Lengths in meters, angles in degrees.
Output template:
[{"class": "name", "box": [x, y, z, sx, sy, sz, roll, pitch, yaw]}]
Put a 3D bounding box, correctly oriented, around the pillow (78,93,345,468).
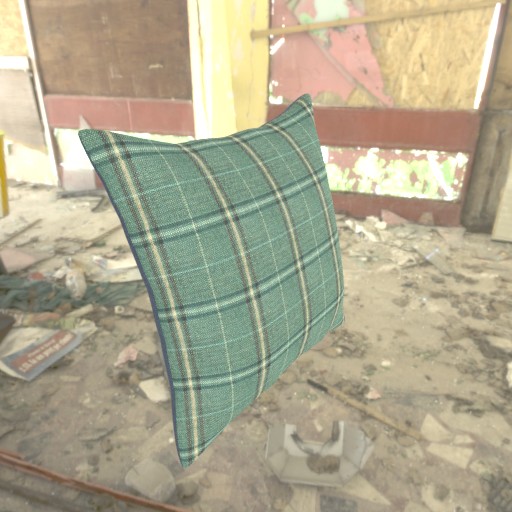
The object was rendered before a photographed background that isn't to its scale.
[{"class": "pillow", "box": [0.000, 0.000, 0.678, 0.200, 0.430, 0.453, 18, 31, 33]}]
